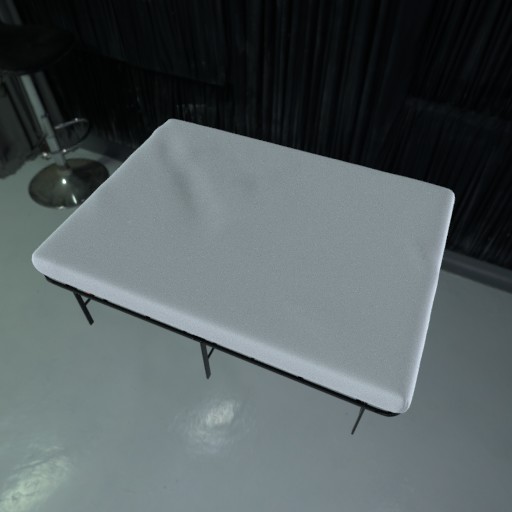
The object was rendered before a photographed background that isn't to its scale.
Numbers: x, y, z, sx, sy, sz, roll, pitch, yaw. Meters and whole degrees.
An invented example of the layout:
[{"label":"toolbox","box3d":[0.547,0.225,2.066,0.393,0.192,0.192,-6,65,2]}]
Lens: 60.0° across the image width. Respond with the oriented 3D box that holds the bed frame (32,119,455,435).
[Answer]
[{"label":"bed frame","box3d":[0.000,0.000,2.558,1.905,0.637,1.372,18,52,15]}]
